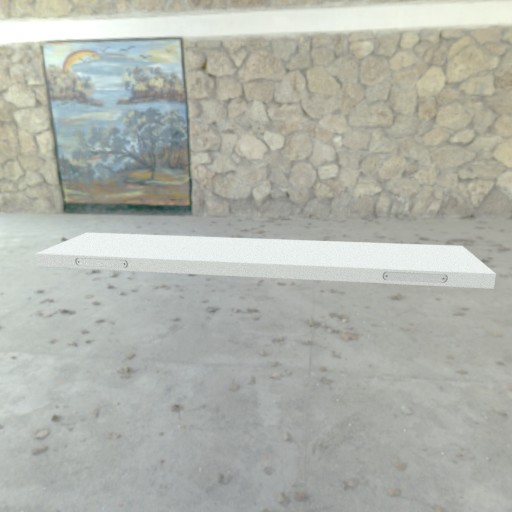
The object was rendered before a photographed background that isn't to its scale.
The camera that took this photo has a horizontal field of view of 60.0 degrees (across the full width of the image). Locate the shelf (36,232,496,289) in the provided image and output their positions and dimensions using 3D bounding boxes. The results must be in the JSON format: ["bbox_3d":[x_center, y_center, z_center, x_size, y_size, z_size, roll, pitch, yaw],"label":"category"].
[{"bbox_3d":[0.000,0.000,0.651,0.610,0.020,0.140,2,16,9],"label":"shelf"}]
